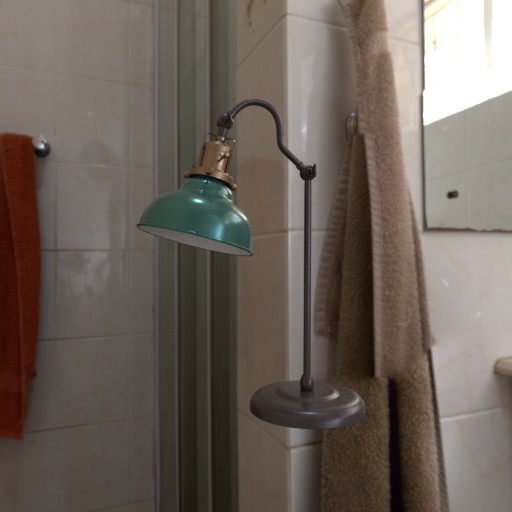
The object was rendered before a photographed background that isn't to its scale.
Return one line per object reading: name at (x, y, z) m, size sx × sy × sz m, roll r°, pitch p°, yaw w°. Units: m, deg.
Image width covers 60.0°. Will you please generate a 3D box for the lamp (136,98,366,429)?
lamp at (0.000, 0.000, 0.714) m, size 0.374 × 0.508 × 0.192 m, roll 0°, pitch -1°, yaw -21°
